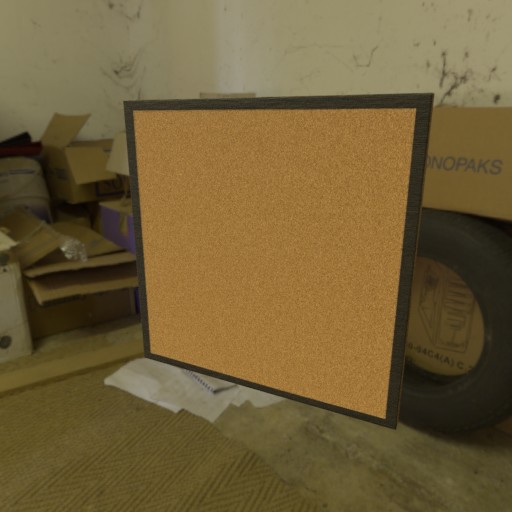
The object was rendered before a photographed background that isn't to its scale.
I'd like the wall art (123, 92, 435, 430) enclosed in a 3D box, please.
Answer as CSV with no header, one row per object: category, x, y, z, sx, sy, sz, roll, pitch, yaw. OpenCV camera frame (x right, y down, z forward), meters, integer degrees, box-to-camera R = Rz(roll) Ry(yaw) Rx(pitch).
wall art,0.000,0.000,1.024,0.695,0.691,0.029,8,19,25
